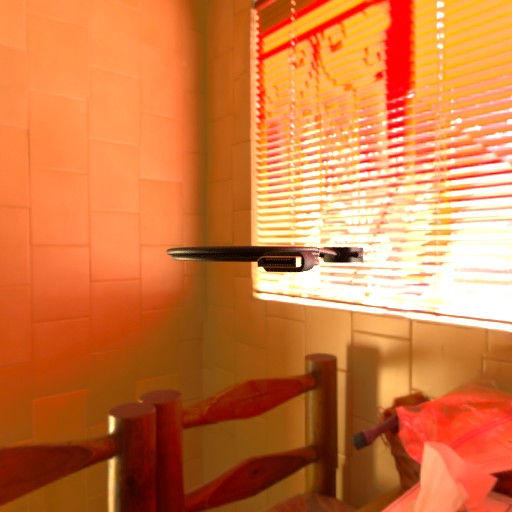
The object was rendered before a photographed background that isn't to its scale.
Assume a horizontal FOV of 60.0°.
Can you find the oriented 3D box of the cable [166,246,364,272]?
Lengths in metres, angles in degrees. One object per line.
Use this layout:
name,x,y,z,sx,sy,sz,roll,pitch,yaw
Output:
cable,0.000,0.000,0.334,0.136,0.015,0.281,0,1,19
